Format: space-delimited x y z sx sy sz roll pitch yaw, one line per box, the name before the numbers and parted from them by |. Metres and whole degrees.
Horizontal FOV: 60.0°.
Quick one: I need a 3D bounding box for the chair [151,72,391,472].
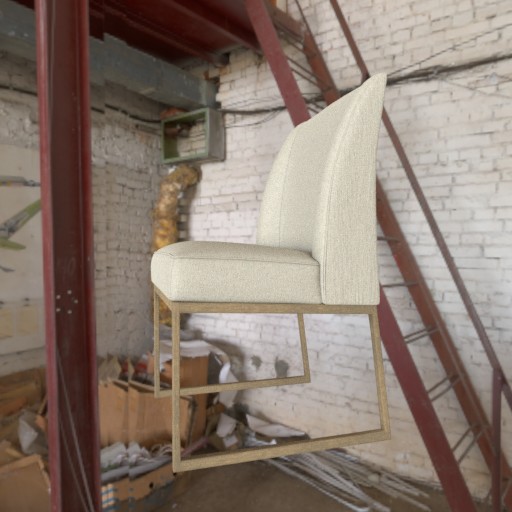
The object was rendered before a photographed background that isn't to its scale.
chair | 0.000 0.000 1.185 0.522 0.863 0.508 0 2 -17
